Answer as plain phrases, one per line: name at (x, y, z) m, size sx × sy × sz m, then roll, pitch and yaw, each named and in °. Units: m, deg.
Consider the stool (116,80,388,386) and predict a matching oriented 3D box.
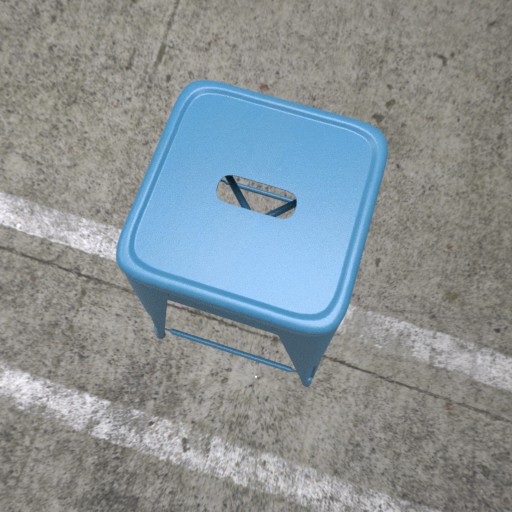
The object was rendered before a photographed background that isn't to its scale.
stool at (0.000, 0.000, 0.877) m, size 0.410 × 0.608 × 0.410 m, roll 17°, pitch 75°, yaw 5°
